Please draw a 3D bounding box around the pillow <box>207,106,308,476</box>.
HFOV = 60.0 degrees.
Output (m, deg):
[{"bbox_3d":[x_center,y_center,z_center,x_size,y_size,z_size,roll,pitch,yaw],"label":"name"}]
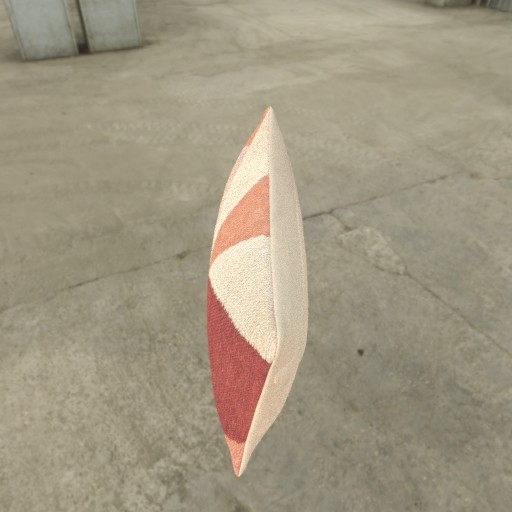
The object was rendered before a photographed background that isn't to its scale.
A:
[{"bbox_3d":[0.000,0.000,0.751,0.155,0.292,0.609,0,41,1],"label":"pillow"}]
